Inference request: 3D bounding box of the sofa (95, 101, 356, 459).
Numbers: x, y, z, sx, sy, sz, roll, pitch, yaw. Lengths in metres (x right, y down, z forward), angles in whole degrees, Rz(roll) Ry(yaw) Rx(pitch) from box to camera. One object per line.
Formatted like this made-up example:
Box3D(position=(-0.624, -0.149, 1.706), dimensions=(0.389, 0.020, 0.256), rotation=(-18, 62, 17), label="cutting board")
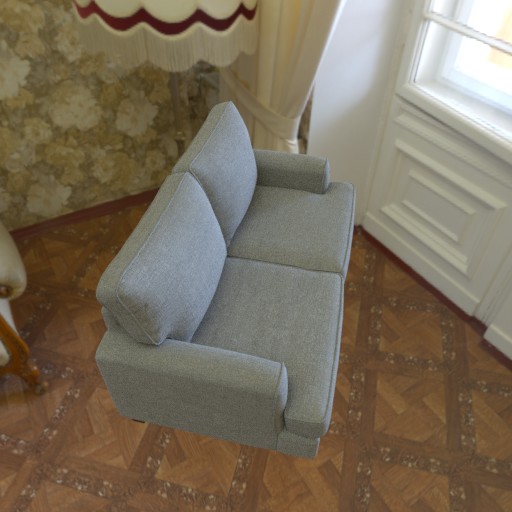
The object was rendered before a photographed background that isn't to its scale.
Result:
Box3D(position=(0.000, 0.000, 2.288), dimensions=(0.965, 0.965, 1.651), rotation=(9, 45, 9), label="sofa")
